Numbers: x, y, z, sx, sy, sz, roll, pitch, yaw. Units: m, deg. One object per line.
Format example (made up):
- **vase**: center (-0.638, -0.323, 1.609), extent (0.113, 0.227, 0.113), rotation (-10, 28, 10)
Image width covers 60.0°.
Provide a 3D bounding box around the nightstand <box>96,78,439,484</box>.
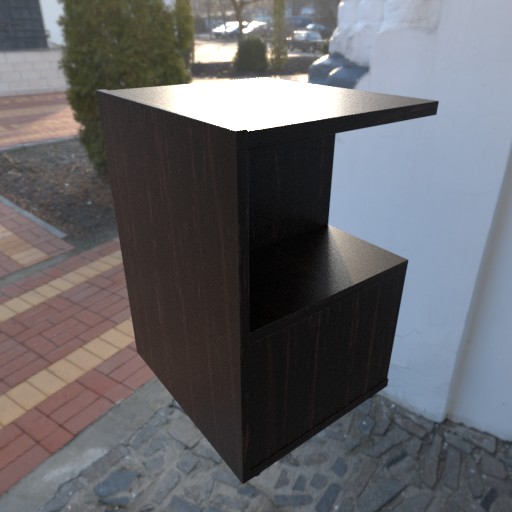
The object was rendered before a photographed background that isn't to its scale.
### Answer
- **nightstand**: center (0.000, 0.000, 0.809), extent (0.356, 0.559, 0.400), rotation (-19, 33, -32)
